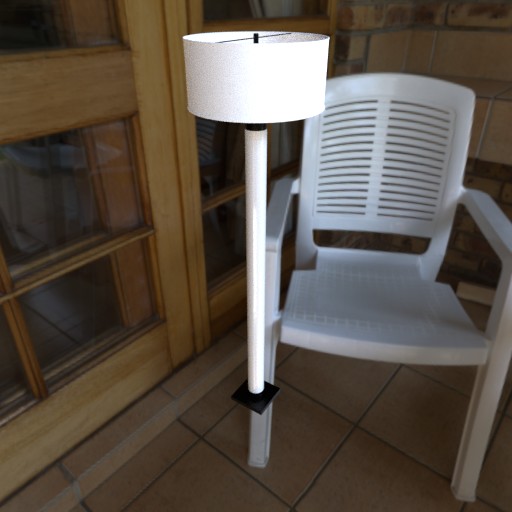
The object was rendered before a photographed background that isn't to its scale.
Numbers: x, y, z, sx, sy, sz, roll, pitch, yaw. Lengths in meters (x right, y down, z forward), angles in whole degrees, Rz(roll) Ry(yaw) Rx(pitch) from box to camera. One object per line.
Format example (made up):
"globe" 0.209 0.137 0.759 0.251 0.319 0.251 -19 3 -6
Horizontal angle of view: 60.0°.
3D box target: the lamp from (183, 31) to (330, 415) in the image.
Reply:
"lamp" 0.000 0.000 1.640 0.420 1.475 0.420 19 35 28
